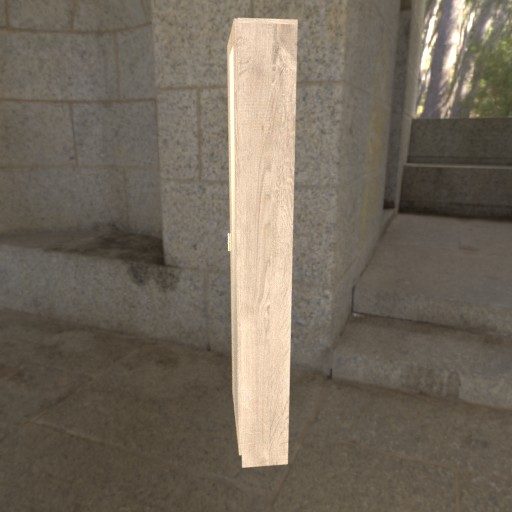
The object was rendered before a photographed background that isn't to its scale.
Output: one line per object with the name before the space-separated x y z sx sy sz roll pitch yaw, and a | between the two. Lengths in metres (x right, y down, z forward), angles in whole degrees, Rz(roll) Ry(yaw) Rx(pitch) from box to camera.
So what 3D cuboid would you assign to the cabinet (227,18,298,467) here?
cabinet | 0.000 0.000 1.966 0.230 1.790 0.500 -2 15 -6
